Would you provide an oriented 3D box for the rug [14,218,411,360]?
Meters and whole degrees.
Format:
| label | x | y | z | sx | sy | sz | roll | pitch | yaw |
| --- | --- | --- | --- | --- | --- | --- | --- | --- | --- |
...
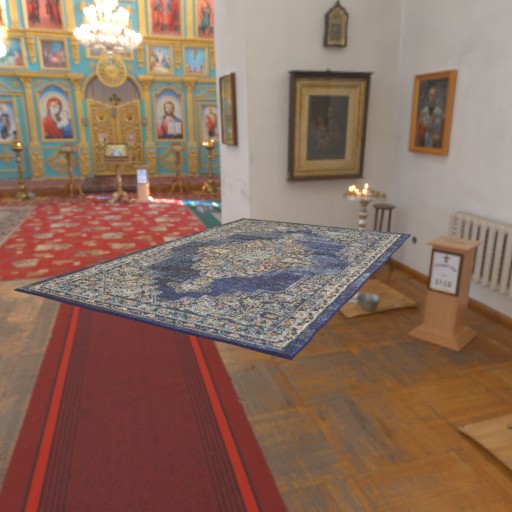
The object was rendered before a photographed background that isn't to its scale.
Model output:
| label | x | y | z | sx | sy | sz | roll | pitch | yaw |
| --- | --- | --- | --- | --- | --- | --- | --- | --- | --- |
| rug | 0.000 | 0.000 | 2.203 | 1.184 | 0.012 | 1.781 | 8 | 17 | 27 |
